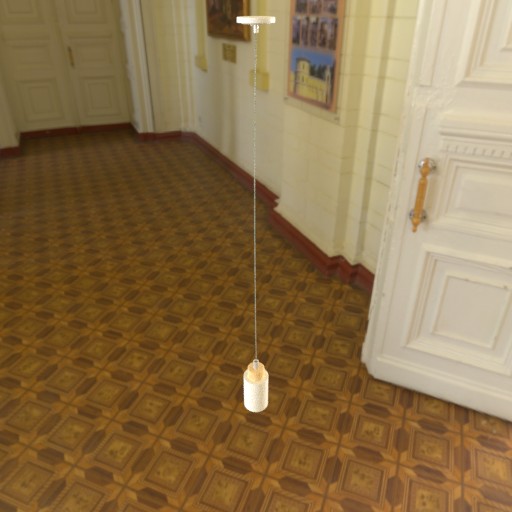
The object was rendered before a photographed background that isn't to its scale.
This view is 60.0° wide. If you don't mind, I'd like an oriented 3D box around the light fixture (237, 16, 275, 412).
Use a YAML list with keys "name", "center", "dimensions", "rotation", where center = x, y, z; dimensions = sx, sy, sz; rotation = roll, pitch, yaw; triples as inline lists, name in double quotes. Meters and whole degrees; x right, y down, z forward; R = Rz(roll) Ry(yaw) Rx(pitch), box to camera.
- name: "light fixture"
  center: [0.000, 0.000, 1.891]
  dimensions: [0.125, 1.798, 0.125]
  rotation: [11, 32, 18]
